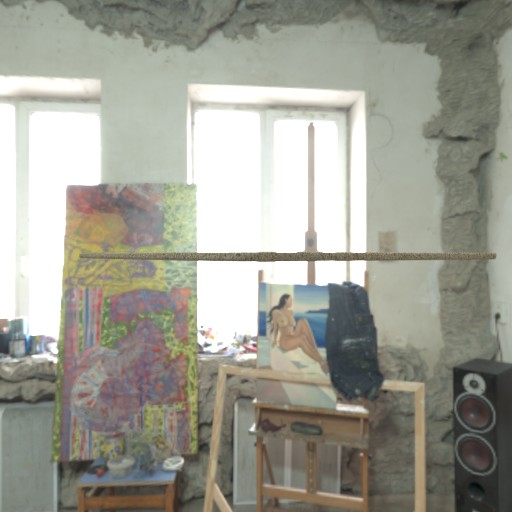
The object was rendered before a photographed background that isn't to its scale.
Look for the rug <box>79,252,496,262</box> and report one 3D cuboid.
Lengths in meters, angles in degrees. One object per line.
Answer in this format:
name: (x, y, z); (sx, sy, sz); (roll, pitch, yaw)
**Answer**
rug: (0.000, 0.000, 2.047); (1.199, 0.025, 1.600); (0, 0, -35)
